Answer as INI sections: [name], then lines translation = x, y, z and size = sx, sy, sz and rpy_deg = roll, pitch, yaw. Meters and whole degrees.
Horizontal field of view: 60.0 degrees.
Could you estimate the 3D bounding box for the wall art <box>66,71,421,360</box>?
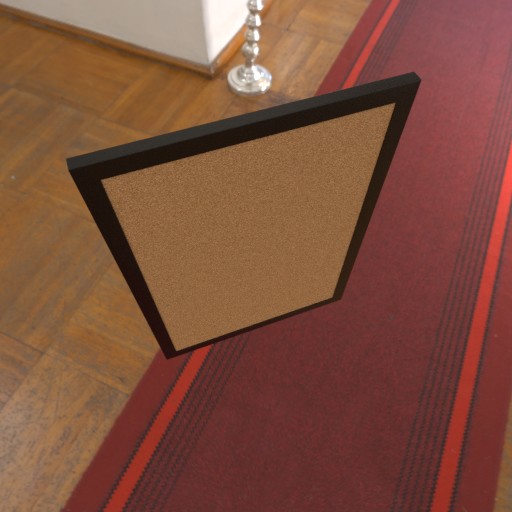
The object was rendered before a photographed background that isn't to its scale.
[wall art]
translation = 0.000, 0.000, 0.545
size = 0.304, 0.432, 0.013
rpy_deg = -17, 60, -11
